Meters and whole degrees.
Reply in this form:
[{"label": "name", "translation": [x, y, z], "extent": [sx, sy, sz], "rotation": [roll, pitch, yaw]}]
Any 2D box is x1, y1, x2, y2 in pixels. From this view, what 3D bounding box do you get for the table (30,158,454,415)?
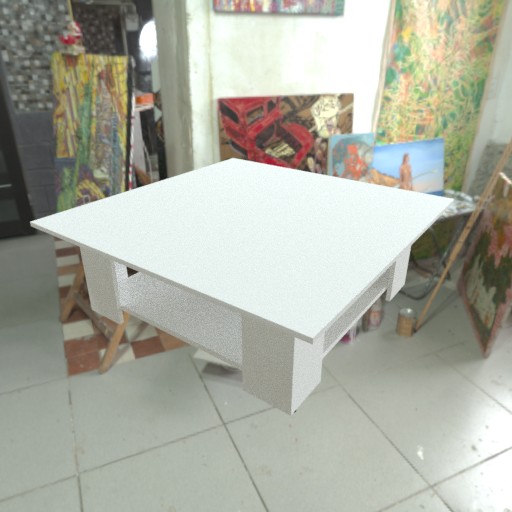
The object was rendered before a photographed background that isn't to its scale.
[{"label": "table", "translation": [0.000, 0.000, 1.372], "extent": [0.890, 0.305, 0.890], "rotation": [18, 31, 32]}]
